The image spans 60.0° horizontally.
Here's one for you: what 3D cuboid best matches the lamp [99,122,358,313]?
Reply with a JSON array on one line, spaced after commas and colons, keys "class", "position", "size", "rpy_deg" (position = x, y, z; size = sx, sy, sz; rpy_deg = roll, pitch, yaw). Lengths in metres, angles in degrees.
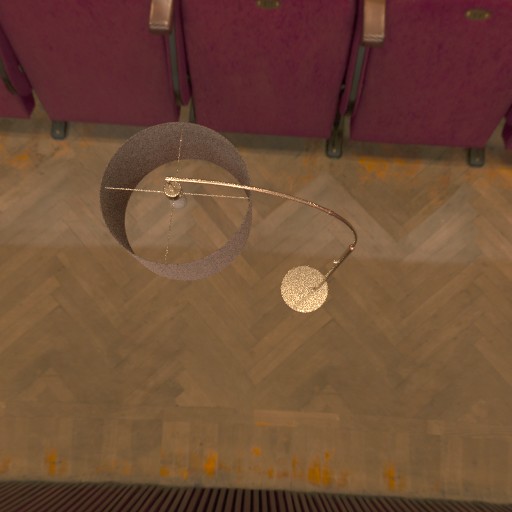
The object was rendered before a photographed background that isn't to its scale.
[{"class": "lamp", "position": [0.000, 0.000, 2.068], "size": [0.934, 1.735, 0.452], "rpy_deg": [4, 77, 1]}]
